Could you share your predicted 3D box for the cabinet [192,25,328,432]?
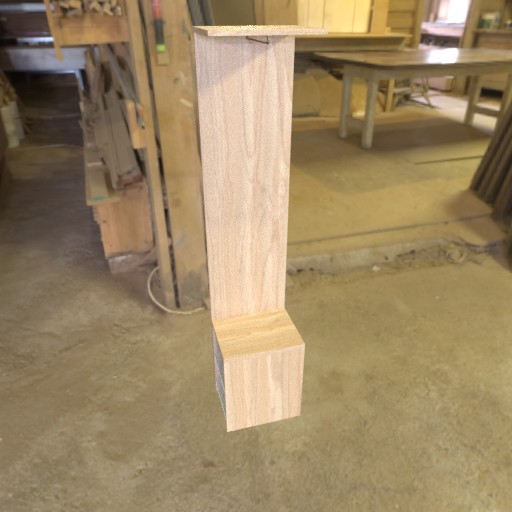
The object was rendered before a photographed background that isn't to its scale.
[{"bbox_3d":[0.000,0.000,2.049,0.411,1.879,0.338,-8,30,-13],"label":"cabinet"}]
